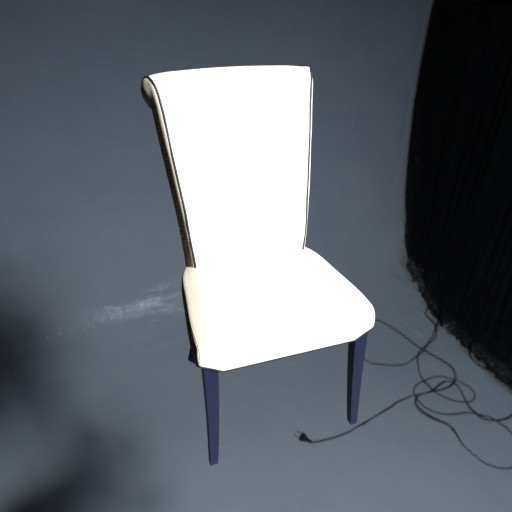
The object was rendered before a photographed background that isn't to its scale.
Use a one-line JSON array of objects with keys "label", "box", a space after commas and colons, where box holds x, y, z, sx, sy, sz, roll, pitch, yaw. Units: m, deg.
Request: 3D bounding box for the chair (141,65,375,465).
[{"label": "chair", "box": [0.000, 0.000, 1.356, 0.522, 0.997, 0.623, -10, 33, -15]}]
